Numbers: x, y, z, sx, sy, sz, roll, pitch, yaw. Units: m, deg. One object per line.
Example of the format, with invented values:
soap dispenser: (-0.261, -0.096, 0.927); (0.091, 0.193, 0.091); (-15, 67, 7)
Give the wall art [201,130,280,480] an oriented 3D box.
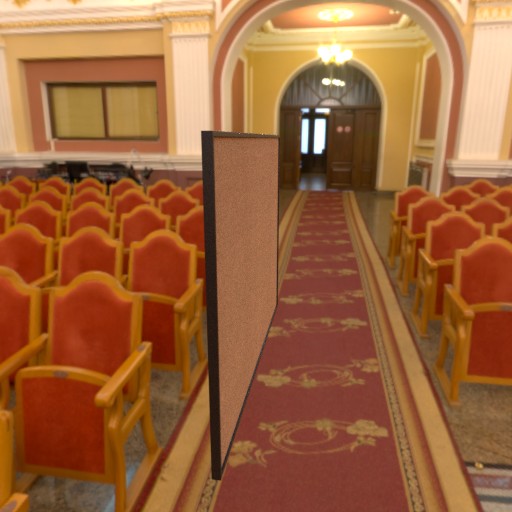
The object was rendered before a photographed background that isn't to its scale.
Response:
wall art: (0.000, 0.000, 1.243); (0.019, 0.660, 0.957); (2, 15, 9)
